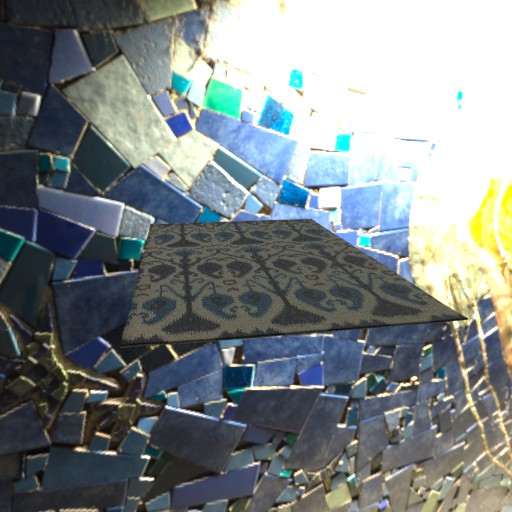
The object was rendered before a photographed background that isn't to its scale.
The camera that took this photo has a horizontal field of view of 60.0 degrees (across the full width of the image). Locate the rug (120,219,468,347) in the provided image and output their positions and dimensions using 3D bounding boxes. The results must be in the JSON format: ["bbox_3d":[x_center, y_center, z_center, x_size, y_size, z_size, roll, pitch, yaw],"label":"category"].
[{"bbox_3d":[0.000,0.000,2.116,1.072,0.013,1.698,-3,16,-10],"label":"rug"}]
